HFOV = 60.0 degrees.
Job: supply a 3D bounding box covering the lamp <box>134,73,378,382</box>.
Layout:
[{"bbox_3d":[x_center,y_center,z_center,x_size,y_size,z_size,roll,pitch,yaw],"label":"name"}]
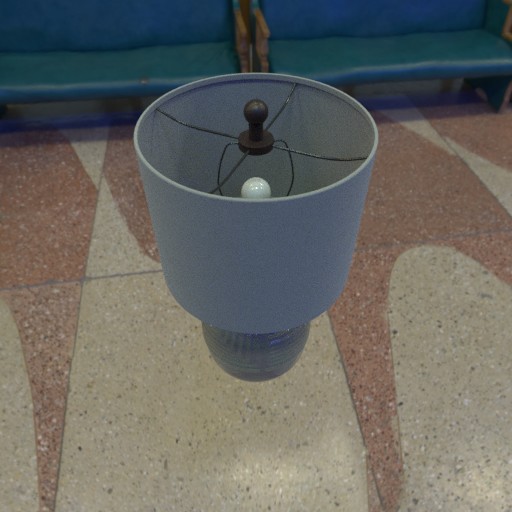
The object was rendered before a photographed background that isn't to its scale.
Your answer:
[{"bbox_3d":[0.000,0.000,0.764,0.318,0.567,0.318,0,46,0],"label":"lamp"}]
